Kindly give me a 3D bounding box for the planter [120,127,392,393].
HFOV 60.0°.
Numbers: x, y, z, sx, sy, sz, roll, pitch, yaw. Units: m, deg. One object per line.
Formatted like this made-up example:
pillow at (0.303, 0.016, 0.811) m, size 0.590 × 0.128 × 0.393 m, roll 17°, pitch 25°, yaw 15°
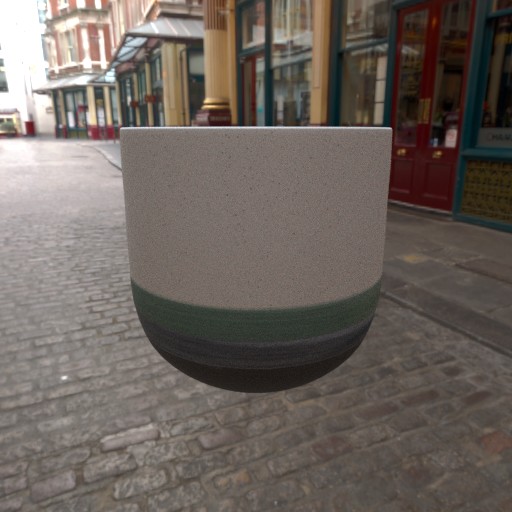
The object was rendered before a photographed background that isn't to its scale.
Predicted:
planter at (0.000, 0.000, 0.486) m, size 0.268 × 0.270 × 0.268 m, roll 0°, pitch 16°, yaw 0°
